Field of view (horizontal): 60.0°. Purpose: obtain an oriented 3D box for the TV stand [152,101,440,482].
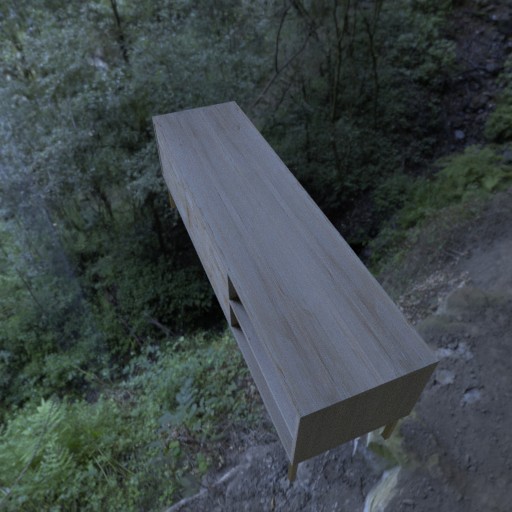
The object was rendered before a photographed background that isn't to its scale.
[{"bbox_3d":[0.000,0.000,1.855,0.420,0.550,1.600,-16,48,-15],"label":"TV stand"}]
